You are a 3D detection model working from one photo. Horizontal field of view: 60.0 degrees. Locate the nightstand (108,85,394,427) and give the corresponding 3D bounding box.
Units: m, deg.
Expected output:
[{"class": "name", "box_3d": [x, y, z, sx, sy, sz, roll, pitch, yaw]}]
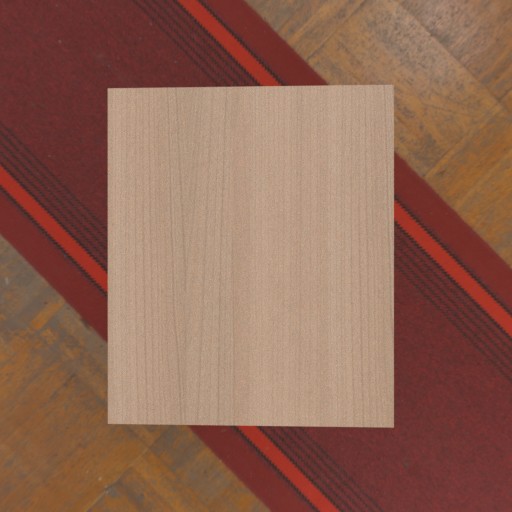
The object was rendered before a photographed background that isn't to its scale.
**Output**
[{"class": "nightstand", "box_3d": [0.000, 0.000, 0.853, 0.380, 0.530, 0.450, 0, 90, 2]}]
